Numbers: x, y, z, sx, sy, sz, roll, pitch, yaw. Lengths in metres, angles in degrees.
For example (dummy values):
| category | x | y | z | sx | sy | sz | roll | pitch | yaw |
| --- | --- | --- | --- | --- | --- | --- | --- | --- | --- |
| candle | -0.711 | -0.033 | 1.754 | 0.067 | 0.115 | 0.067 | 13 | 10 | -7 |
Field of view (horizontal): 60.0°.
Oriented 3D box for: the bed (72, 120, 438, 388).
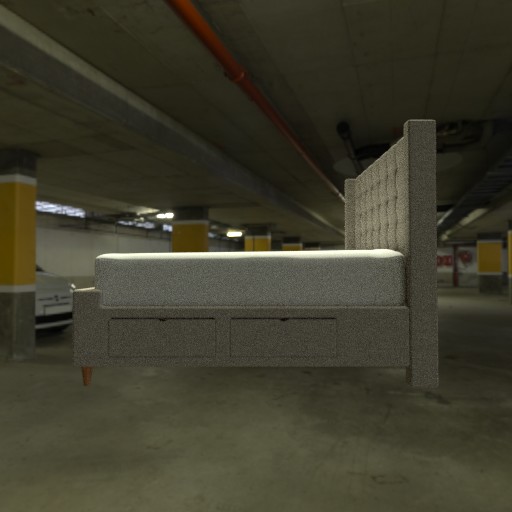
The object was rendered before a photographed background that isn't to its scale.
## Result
| category | x | y | z | sx | sy | sz | roll | pitch | yaw |
| --- | --- | --- | --- | --- | --- | --- | --- | --- | --- |
| bed | 0.000 | 0.000 | 3.876 | 2.372 | 1.748 | 2.044 | 0 | -1 | 0 |
